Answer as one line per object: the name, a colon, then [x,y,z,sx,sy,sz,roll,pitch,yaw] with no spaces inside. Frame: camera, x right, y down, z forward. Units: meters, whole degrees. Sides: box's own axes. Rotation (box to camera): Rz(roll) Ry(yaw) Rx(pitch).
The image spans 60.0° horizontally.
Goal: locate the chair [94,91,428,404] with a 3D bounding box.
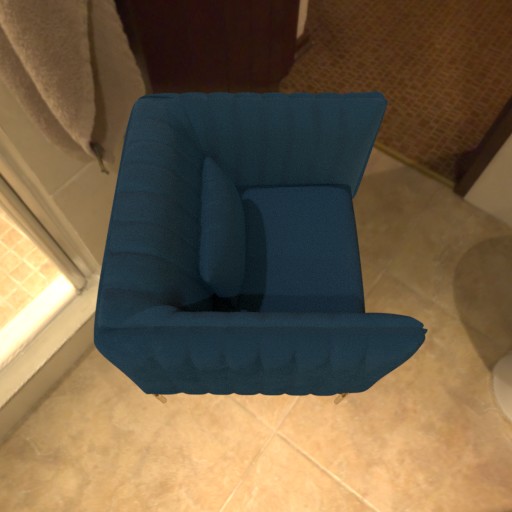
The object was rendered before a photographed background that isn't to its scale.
chair: [0.000,0.000,1.618,0.877,0.793,0.947,0,63,0]
